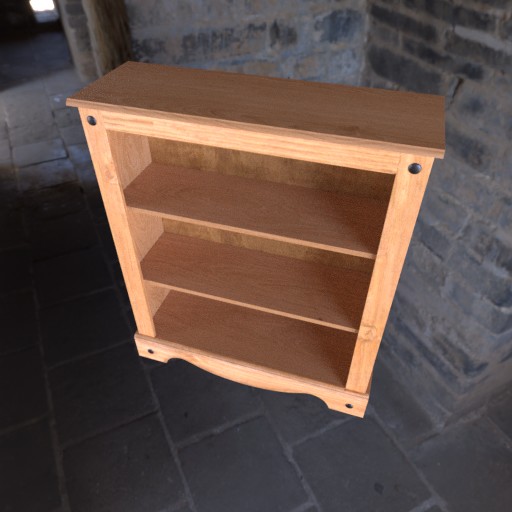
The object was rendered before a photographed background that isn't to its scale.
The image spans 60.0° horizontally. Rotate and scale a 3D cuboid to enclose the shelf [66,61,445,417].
[{"bbox_3d":[0.000,0.000,1.358,0.840,0.980,0.291,12,42,13],"label":"shelf"}]
